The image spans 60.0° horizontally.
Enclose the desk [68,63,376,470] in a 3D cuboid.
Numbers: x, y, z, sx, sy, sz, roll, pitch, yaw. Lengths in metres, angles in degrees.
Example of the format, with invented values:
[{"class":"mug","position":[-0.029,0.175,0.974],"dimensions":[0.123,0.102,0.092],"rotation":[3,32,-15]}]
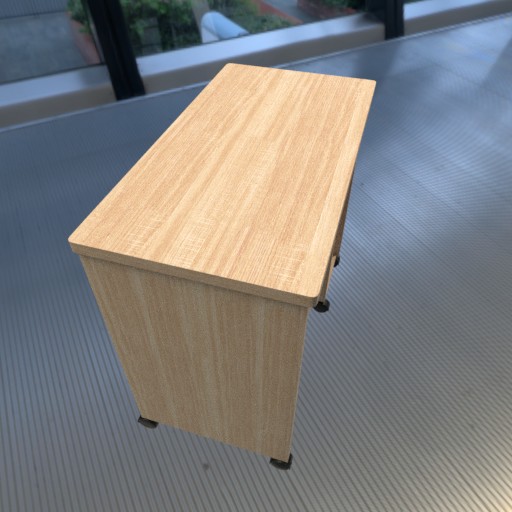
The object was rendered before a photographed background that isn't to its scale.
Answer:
[{"class":"desk","position":[0.000,0.000,1.335],"dimensions":[0.480,0.770,0.884],"rotation":[12,46,12]}]
